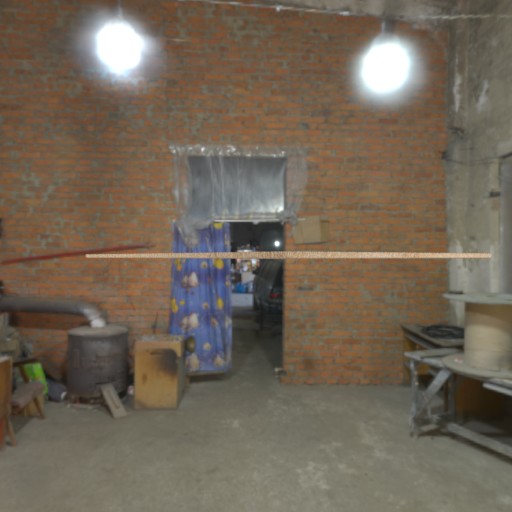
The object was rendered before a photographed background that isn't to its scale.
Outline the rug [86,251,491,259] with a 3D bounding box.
[{"bbox_3d":[0.000,0.000,2.905,1.500,0.026,2.349,0,0,-37],"label":"rug"}]
